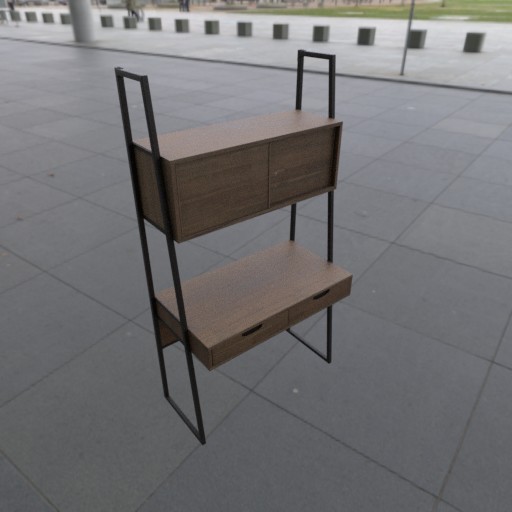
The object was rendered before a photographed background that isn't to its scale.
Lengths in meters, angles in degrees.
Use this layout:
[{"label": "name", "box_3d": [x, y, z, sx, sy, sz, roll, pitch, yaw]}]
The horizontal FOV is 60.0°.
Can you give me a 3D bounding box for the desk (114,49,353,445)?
[{"label": "desk", "box_3d": [0.000, 0.000, 2.245, 0.982, 1.809, 0.515, -22, 37, -32]}]
